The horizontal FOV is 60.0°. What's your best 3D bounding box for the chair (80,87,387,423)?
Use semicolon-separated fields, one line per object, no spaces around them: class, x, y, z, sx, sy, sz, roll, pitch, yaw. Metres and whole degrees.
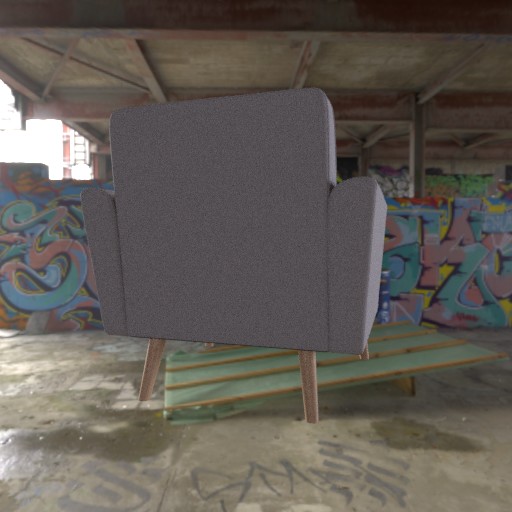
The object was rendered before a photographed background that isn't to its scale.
chair;0.000;0.000;1.411;0.780;0.780;0.750;1;2;18
